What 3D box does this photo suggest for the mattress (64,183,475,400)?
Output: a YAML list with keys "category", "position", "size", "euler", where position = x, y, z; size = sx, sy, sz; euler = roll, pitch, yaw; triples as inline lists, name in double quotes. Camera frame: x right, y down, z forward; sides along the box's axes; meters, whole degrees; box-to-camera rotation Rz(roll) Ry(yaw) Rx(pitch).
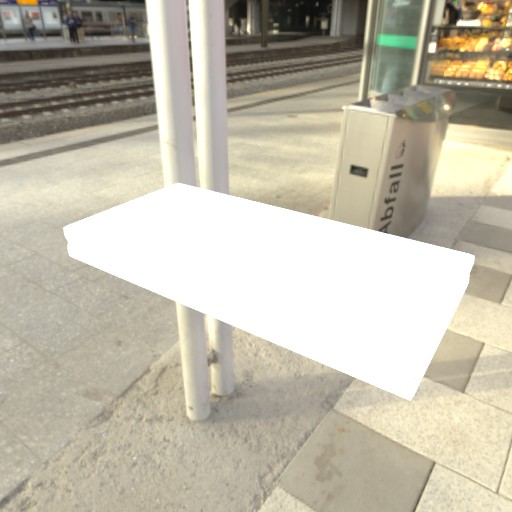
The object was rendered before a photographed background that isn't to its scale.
- category: "mattress"
  position: [0.000, 0.000, 2.275]
  size: [1.900, 0.200, 0.900]
  euler: [18, 33, 30]
